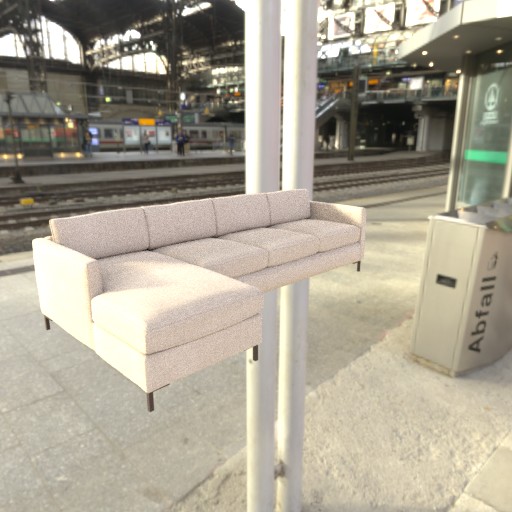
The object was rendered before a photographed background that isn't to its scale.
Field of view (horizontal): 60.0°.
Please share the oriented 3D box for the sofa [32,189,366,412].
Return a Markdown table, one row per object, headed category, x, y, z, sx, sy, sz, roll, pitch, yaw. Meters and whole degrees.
| category | x | y | z | sx | sy | sz | roll | pitch | yaw |
| --- | --- | --- | --- | --- | --- | --- | --- | --- | --- |
| sofa | 0.000 | 0.000 | 3.538 | 2.923 | 0.816 | 1.469 | -14 | 21 | -43 |
